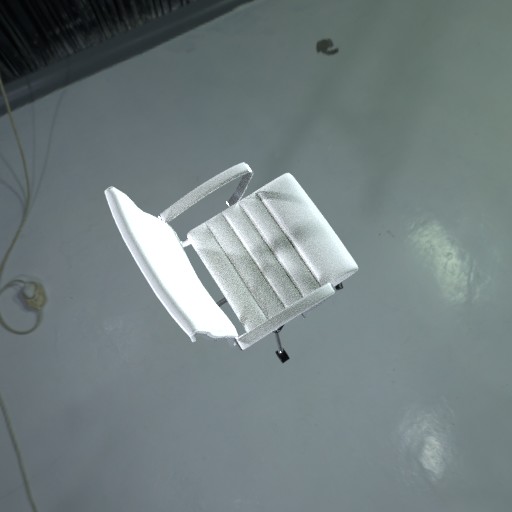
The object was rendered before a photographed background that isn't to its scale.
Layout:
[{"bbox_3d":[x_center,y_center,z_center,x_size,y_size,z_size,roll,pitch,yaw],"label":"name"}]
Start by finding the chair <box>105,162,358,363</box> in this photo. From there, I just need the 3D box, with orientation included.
[{"bbox_3d":[0.000,0.000,1.668,0.739,1.149,0.766,-32,77,-8],"label":"chair"}]
